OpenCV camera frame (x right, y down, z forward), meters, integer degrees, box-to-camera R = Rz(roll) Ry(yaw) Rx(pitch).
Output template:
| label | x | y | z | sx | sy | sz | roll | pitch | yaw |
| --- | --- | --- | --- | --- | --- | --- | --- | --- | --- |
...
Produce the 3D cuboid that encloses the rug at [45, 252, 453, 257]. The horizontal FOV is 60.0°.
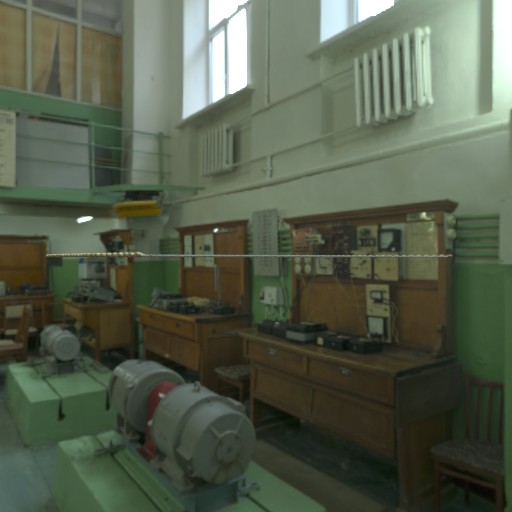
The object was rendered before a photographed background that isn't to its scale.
| label | x | y | z | sx | sy | sz | roll | pitch | yaw |
| --- | --- | --- | --- | --- | --- | --- | --- | --- | --- |
| rug | 0.000 | 0.000 | 3.106 | 2.433 | 0.022 | 1.556 | 0 | 0 | -37 |
